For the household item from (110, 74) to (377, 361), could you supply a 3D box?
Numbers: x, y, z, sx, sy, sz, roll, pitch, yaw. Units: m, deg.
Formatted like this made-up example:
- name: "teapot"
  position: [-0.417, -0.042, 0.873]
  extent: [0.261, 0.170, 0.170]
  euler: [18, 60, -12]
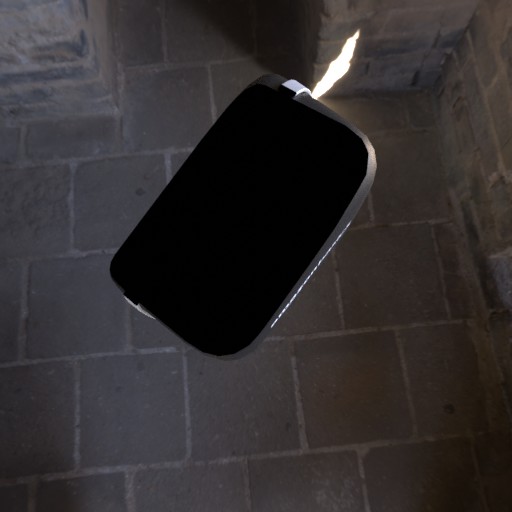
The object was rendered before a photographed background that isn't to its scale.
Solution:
- name: "household item"
  position: [0.000, 0.000, 0.148]
  extent: [0.038, 0.114, 0.070]
  euler: [37, 80, 8]
